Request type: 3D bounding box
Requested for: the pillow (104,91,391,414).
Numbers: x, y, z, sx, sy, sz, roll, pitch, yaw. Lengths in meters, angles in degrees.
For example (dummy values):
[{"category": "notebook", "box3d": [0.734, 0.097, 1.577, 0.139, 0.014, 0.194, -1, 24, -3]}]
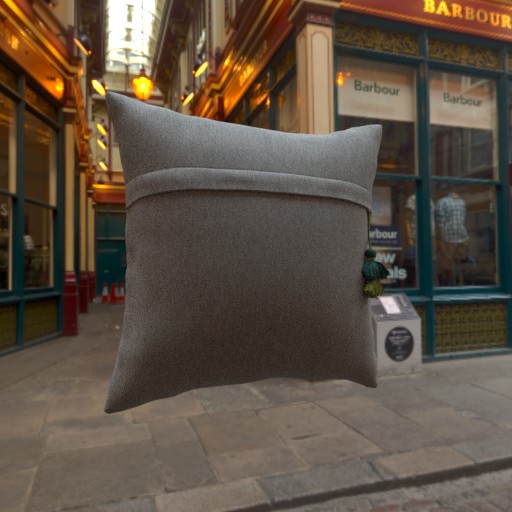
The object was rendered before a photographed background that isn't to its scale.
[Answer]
[{"category": "pillow", "box3d": [0.000, 0.000, 0.668, 0.433, 0.436, 0.173, 0, -1, -19]}]
